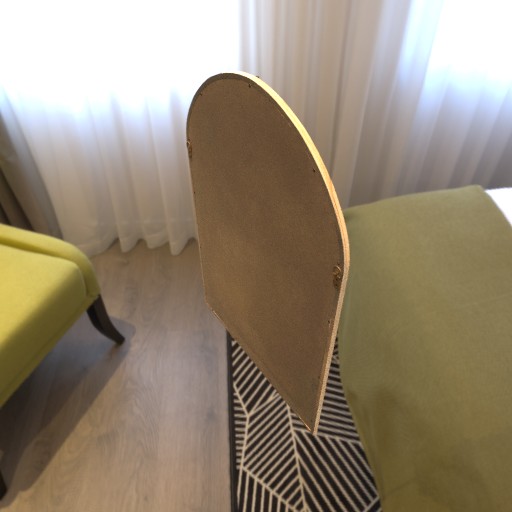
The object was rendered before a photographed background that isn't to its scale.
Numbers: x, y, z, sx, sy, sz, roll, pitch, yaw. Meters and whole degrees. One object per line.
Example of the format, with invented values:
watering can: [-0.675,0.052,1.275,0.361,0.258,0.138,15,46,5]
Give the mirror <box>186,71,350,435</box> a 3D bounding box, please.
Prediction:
mirror: [0.000,0.000,1.142,0.032,0.915,0.609,-25,48,-25]
